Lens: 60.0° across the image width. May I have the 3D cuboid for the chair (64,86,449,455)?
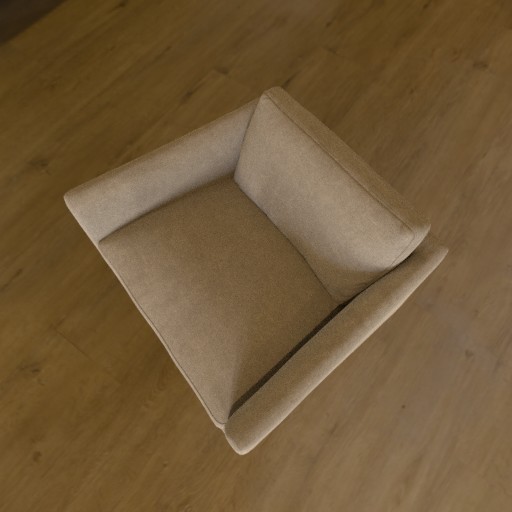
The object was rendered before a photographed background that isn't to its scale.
[{"bbox_3d":[0.000,0.000,1.913,1.091,0.845,1.190,-35,69,-15],"label":"chair"}]
